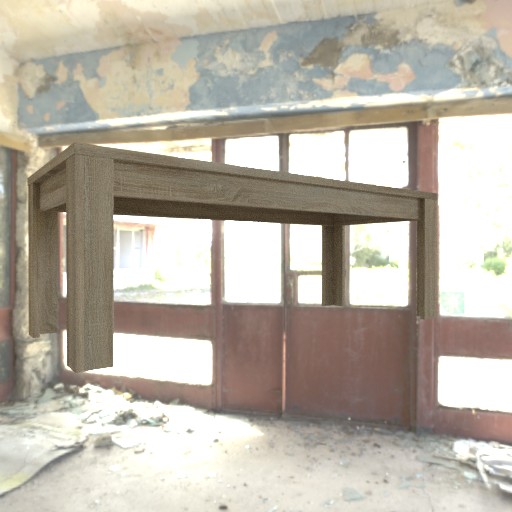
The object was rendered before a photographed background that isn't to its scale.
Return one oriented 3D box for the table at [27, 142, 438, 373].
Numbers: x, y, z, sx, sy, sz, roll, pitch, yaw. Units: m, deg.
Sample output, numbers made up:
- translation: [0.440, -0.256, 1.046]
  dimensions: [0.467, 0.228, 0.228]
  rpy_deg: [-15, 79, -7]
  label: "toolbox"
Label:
- translation: [0.000, 0.000, 2.527]
  dimensions: [2.200, 0.790, 0.900]
  rpy_deg: [0, 0, -36]
  label: "table"
